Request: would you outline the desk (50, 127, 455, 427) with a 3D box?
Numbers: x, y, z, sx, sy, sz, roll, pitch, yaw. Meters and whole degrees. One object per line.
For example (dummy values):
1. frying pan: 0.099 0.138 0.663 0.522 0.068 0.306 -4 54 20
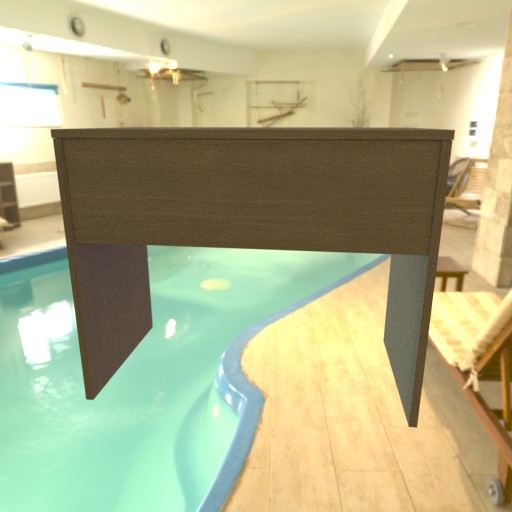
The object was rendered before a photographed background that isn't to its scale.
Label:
1. desk: 0.000 0.000 1.308 0.893 0.724 0.498 2 17 7
